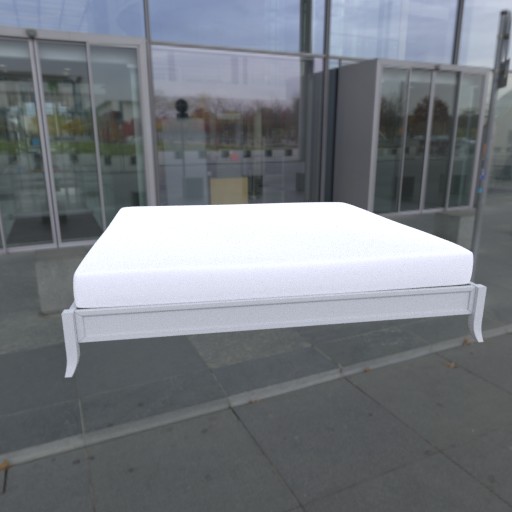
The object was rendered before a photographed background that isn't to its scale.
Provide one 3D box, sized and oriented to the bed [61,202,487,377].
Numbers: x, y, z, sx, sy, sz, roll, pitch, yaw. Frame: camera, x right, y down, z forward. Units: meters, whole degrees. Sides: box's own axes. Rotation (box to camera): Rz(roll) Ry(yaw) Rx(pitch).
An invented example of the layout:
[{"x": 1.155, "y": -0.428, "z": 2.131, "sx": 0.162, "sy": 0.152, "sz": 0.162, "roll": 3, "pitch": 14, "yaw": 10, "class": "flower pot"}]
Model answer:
[{"x": 0.000, "y": 0.000, "z": 3.069, "sx": 2.108, "sy": 0.510, "sz": 2.007, "roll": -3, "pitch": 15, "yaw": -10, "class": "bed"}]
